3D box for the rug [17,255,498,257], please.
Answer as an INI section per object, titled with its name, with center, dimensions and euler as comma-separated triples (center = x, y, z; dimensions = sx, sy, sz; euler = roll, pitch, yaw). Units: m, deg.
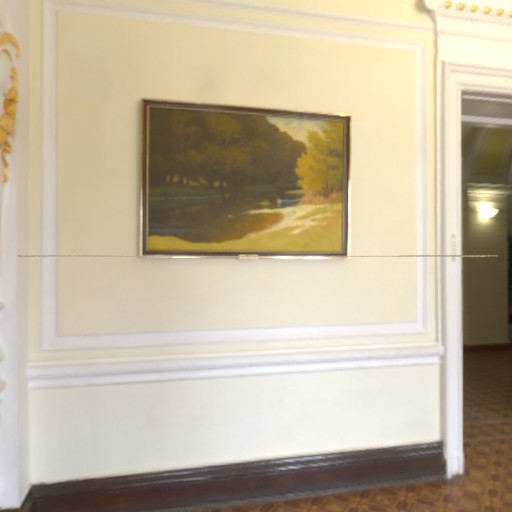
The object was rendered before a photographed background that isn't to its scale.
[rug]
center = 0.000, 0.000, 2.496
dimensions = 2.084, 0.009, 1.222
euler = 0, 0, 0
